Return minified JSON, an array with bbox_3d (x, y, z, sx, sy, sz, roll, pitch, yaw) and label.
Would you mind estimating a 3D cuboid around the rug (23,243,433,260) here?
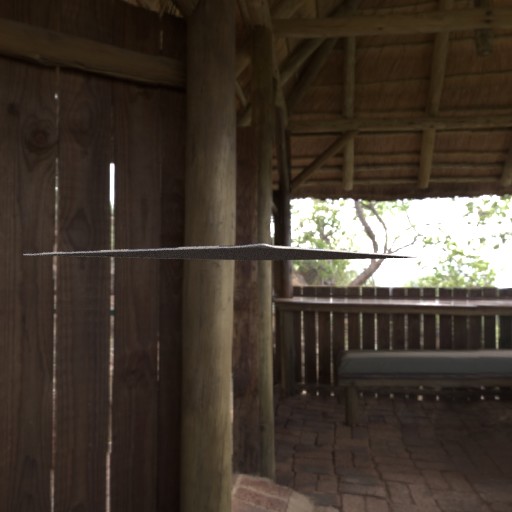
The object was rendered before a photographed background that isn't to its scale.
[{"bbox_3d":[0.000,0.000,4.251,2.443,0.024,3.228,-1,-2,36],"label":"rug"}]
